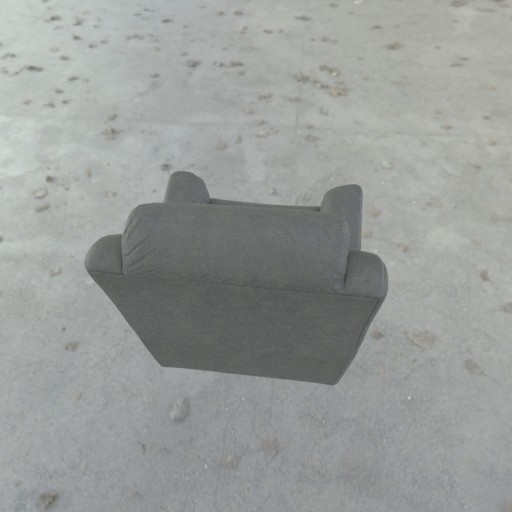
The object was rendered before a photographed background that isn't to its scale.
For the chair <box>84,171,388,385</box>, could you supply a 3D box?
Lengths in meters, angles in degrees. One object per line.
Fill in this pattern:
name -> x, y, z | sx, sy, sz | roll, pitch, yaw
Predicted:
chair -> 0.000, 0.000, 1.901 | 0.967, 1.116, 1.068 | 5, 46, 5
